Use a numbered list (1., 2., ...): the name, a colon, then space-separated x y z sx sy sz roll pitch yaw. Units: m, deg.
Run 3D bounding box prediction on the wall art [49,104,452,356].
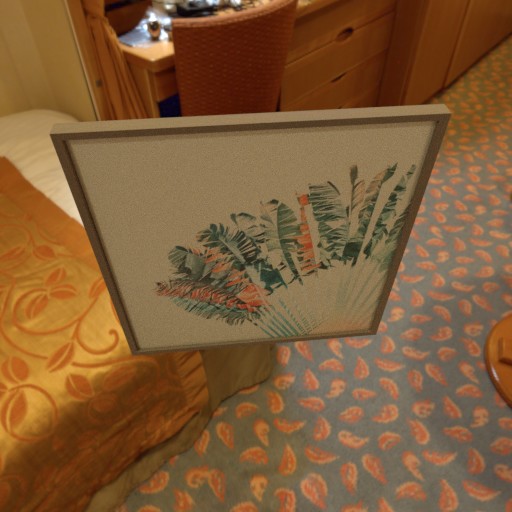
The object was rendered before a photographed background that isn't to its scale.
1. wall art: 0.000 0.000 1.121 0.761 0.758 0.038 -4 46 -4
